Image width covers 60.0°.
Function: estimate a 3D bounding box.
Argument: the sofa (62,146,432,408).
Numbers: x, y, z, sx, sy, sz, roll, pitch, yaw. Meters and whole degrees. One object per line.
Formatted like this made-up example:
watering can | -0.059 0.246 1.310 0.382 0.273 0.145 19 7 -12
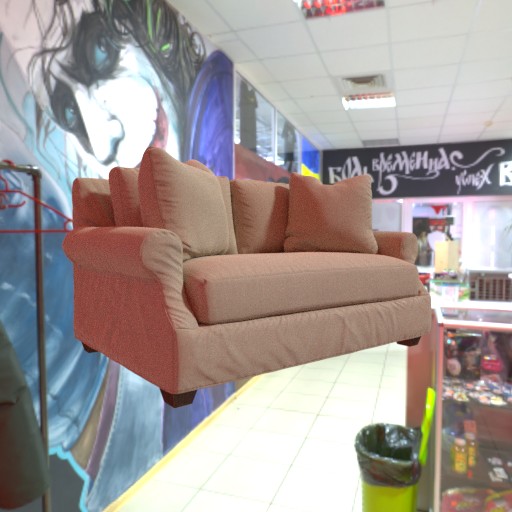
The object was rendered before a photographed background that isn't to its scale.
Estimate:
sofa | 0.000 0.000 2.158 1.550 0.905 1.070 -2 3 -38
